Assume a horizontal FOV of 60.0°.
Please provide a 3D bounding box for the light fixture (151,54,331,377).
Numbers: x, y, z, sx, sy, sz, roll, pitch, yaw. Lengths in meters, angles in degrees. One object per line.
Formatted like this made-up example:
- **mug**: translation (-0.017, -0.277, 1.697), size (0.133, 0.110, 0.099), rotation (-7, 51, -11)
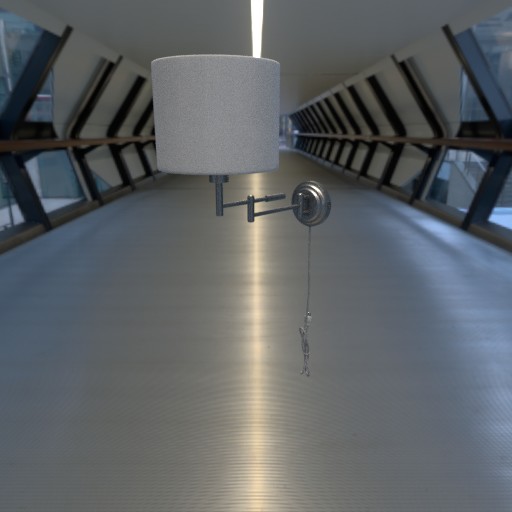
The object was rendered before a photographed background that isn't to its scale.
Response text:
- **light fixture**: translation (0.000, 0.000, 1.076), size (0.253, 0.842, 0.479), rotation (16, 22, 42)
